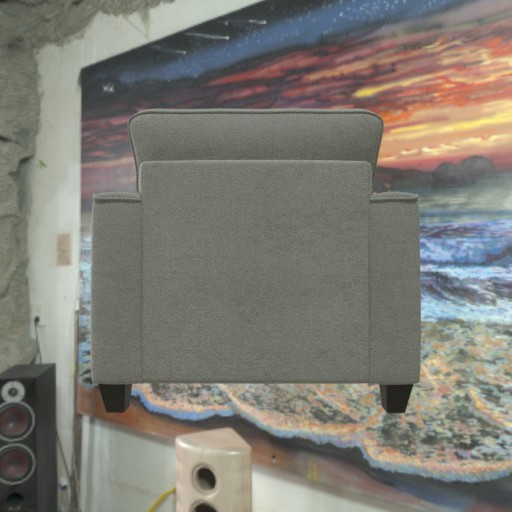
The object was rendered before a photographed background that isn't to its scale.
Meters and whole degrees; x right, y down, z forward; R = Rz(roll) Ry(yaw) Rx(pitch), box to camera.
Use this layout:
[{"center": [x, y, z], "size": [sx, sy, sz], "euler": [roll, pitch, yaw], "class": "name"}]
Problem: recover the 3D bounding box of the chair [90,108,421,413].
[{"center": [0.000, 0.000, 1.777], "size": [1.015, 0.965, 0.939], "euler": [0, 0, 0], "class": "chair"}]
